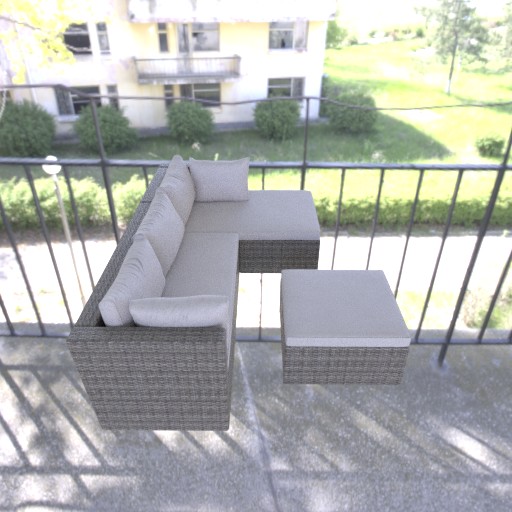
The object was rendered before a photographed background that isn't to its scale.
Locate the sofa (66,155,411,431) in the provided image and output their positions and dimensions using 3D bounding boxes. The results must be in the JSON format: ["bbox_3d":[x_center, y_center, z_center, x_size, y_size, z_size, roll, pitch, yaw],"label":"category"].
[{"bbox_3d":[0.000,0.000,2.991,1.662,0.766,2.192,0,32,0],"label":"sofa"}]
